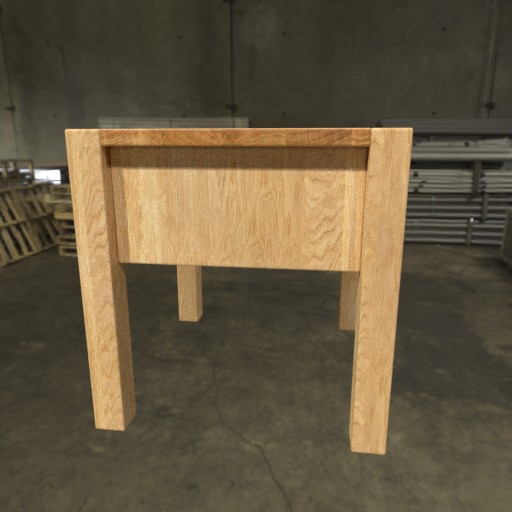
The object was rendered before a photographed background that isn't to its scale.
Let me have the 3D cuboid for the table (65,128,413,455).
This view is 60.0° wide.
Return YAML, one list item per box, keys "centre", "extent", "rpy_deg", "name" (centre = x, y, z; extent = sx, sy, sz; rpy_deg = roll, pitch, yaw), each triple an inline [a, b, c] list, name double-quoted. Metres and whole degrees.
- centre: [0.000, 0.000, 0.835]
  extent: [0.440, 0.450, 0.480]
  rpy_deg: [2, 15, 8]
  name: "table"
